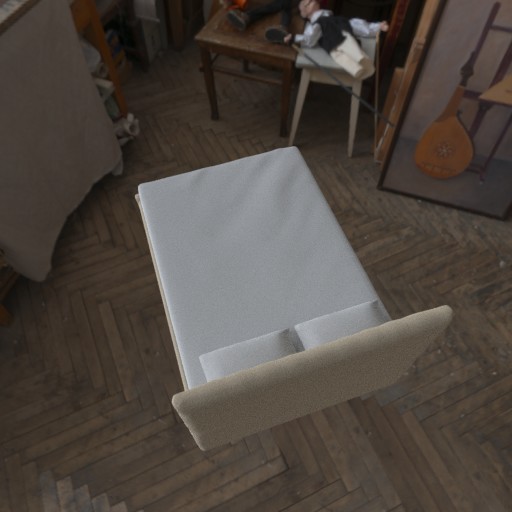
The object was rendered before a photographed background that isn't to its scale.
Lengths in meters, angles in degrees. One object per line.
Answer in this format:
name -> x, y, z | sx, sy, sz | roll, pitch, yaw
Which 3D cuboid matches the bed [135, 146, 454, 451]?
bed -> 0.000, 0.000, 3.618 | 1.698, 1.427, 2.387 | -16, 60, -10
